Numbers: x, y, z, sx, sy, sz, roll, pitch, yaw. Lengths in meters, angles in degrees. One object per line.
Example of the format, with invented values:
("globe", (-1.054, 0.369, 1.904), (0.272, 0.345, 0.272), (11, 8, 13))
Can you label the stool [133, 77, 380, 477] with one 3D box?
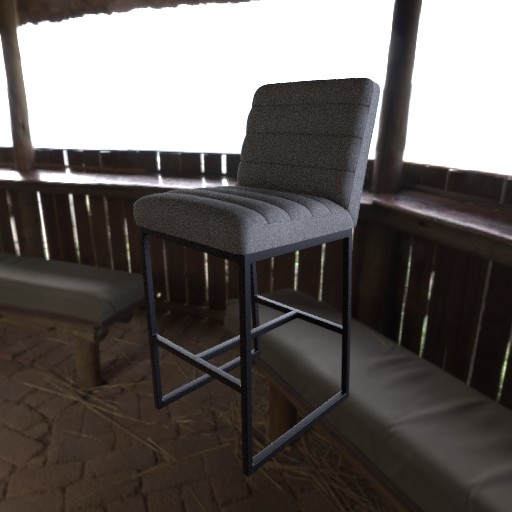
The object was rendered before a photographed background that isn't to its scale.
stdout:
("stool", (0.000, 0.000, 1.359), (0.459, 1.034, 0.571), (16, 23, 41))
